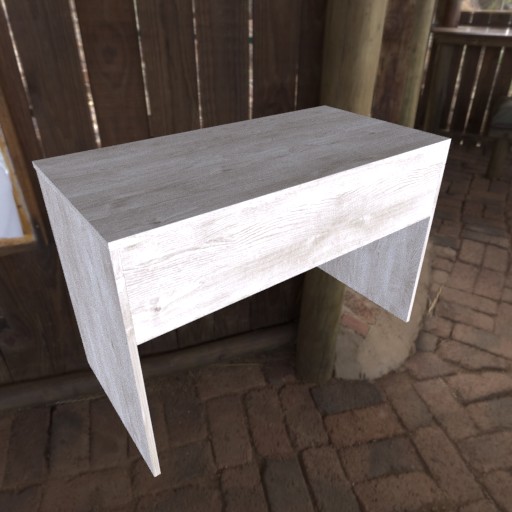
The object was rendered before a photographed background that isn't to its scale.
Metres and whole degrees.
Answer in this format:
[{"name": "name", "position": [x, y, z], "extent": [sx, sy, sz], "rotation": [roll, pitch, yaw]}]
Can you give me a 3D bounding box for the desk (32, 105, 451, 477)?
[{"name": "desk", "position": [0.000, 0.000, 1.482], "extent": [1.100, 0.730, 0.560], "rotation": [-21, 37, -31]}]
